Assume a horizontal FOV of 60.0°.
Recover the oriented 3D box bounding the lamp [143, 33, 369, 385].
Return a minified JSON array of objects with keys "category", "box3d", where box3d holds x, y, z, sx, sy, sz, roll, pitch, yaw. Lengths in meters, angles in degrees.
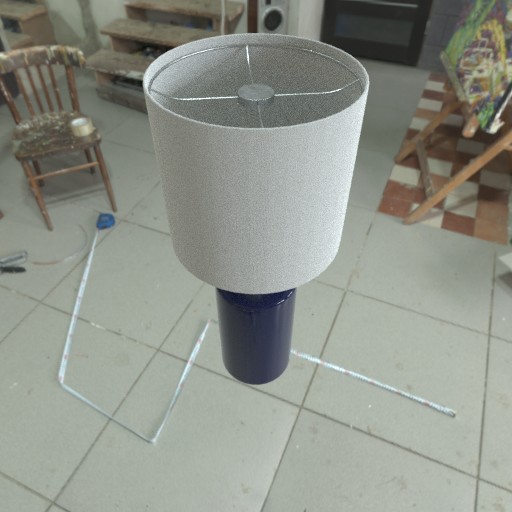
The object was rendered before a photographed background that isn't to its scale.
[{"category":"lamp","box3d":[0.000,0.000,0.595,0.212,0.493,0.212,-4,45,-4]}]
